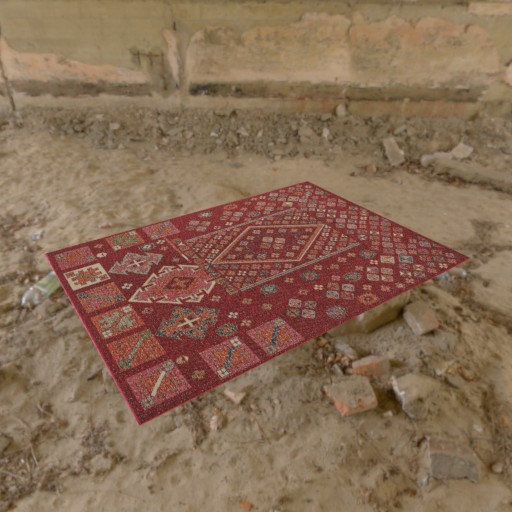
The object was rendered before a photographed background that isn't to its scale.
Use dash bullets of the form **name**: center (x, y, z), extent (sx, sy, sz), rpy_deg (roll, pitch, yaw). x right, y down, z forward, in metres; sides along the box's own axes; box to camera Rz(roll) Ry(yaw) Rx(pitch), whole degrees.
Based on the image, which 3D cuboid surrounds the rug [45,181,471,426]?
- **rug**: center (0.000, 0.000, 4.234), extent (3.306, 0.011, 2.389), rpy_deg (-20, 36, -29)
